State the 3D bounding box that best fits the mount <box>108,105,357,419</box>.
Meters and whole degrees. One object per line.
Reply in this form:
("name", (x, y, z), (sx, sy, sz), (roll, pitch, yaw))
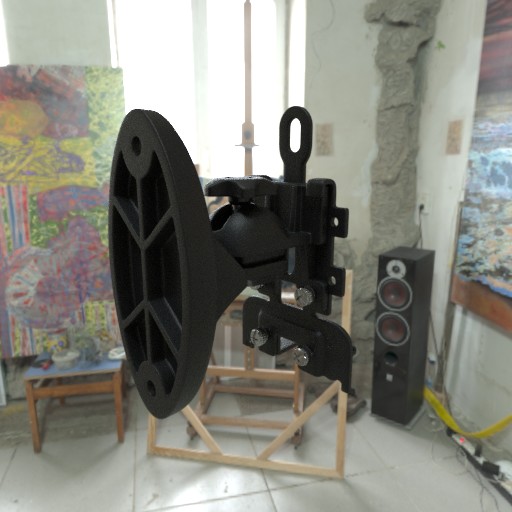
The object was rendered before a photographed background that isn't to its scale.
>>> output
("mount", (0.000, 0.000, 0.179), (0.100, 0.118, 0.066), (-12, 18, -41))
